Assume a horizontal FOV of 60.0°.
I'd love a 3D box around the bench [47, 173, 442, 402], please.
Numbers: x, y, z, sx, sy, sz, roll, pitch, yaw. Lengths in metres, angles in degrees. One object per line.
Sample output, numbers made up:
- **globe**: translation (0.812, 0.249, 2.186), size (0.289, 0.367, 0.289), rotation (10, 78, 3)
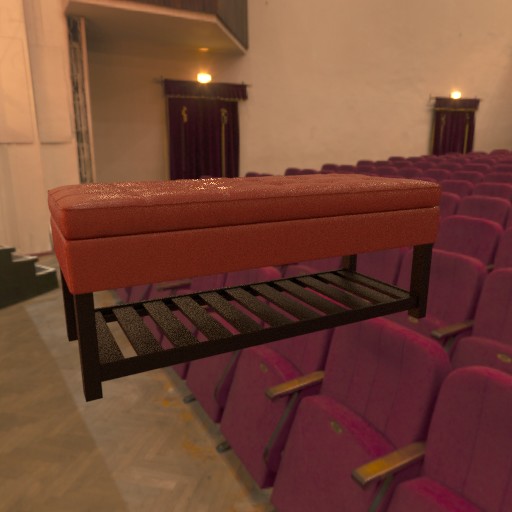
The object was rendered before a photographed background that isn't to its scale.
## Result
- **bench**: translation (0.000, 0.000, 1.356), size (1.105, 0.460, 0.432), rotation (-7, 16, -27)
